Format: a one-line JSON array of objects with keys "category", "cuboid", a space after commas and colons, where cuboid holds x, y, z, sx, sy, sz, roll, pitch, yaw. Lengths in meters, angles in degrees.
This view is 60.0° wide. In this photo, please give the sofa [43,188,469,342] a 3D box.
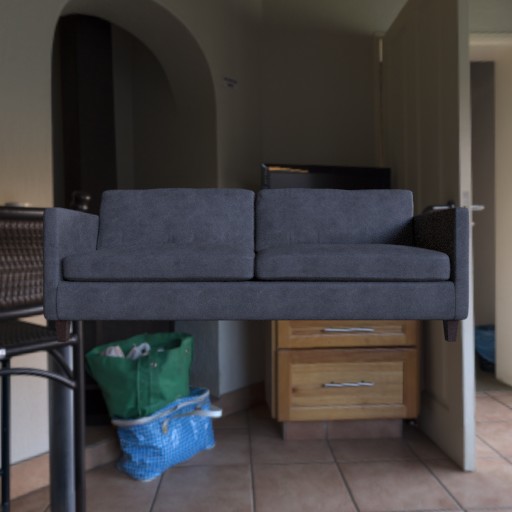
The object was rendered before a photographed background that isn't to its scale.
[{"category": "sofa", "cuboid": [0.000, 0.000, 2.940, 2.434, 0.965, 0.951, 0, 1, 0]}]
